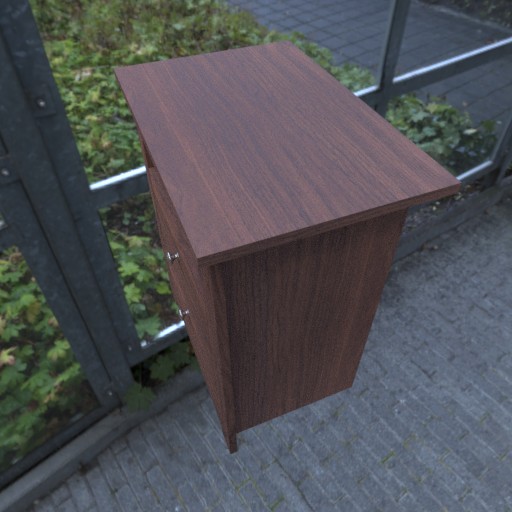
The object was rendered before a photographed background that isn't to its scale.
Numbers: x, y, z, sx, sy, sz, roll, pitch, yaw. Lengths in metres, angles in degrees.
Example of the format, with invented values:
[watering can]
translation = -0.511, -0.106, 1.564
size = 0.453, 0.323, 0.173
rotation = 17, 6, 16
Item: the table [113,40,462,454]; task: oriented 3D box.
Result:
[table]
translation = 0.000, 0.000, 1.037
size = 0.406, 0.711, 0.589
rotation = -16, 48, -15
